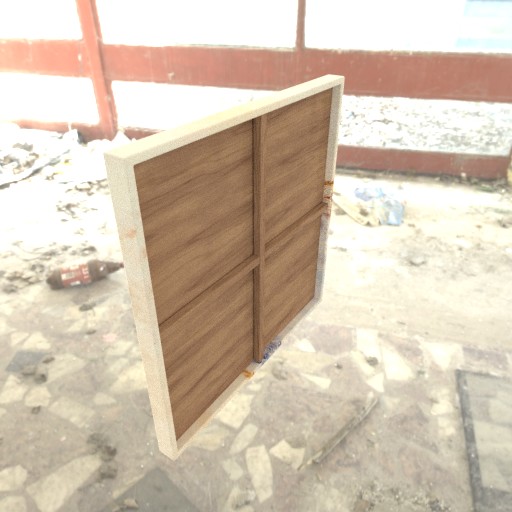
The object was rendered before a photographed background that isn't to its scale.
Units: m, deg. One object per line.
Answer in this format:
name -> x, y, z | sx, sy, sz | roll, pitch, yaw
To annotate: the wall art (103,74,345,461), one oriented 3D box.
wall art -> 0.000, 0.000, 1.589 | 0.071, 1.061, 1.061 | 21, 38, 29
